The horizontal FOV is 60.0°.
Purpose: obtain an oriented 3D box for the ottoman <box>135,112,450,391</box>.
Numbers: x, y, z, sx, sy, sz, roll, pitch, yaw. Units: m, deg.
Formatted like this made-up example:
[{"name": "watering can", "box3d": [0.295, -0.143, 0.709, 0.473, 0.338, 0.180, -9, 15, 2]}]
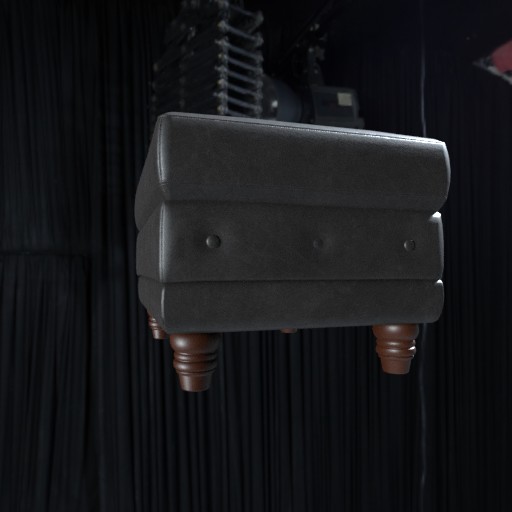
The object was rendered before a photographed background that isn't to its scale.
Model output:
[{"name": "ottoman", "box3d": [0.000, 0.000, 1.169, 0.590, 0.498, 0.795, 0, -2, -18]}]
